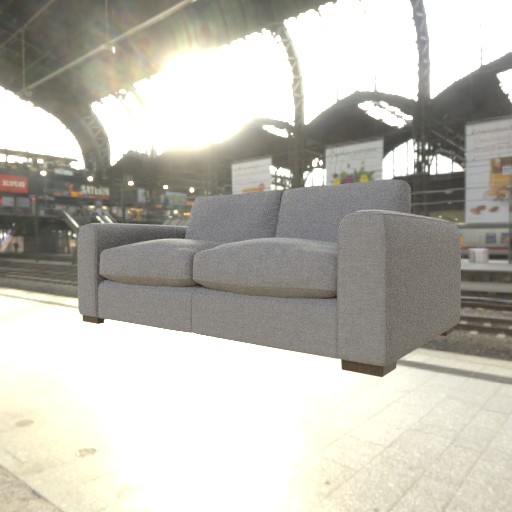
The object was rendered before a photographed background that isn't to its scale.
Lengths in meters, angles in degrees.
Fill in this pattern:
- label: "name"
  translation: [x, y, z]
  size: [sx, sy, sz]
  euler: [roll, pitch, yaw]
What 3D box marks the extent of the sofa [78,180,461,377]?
- label: "sofa"
  translation: [0.000, 0.000, 2.479]
  size: [1.920, 0.800, 1.069]
  euler: [1, 2, 37]
